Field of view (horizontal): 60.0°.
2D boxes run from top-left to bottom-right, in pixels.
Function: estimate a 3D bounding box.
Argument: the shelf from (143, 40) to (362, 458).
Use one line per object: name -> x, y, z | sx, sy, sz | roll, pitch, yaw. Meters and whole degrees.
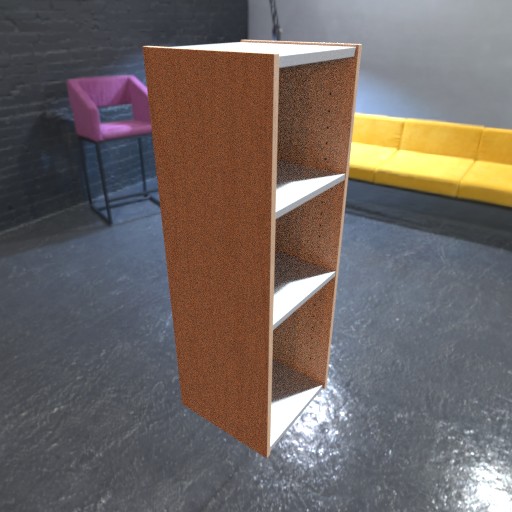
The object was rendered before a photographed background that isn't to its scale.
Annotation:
shelf -> 0.000, 0.000, 1.047 | 0.290, 0.900, 0.300 | 20, 34, 32
